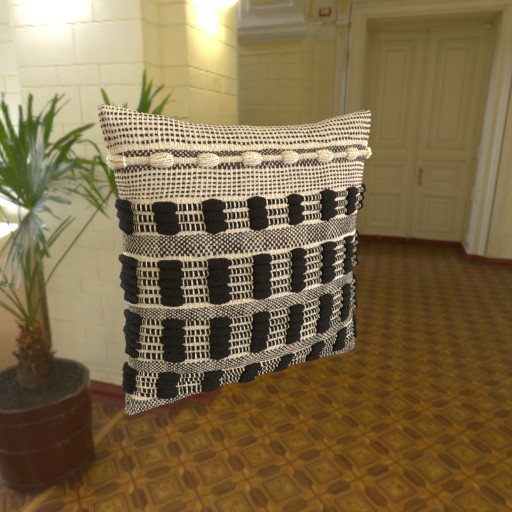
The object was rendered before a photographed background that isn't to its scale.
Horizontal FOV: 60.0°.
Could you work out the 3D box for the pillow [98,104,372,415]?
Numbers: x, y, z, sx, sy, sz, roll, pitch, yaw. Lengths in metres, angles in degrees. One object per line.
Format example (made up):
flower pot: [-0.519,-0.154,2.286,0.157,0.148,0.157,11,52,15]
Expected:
pillow: [0.000,0.000,0.689,0.436,0.438,0.156,-9,18,-27]
